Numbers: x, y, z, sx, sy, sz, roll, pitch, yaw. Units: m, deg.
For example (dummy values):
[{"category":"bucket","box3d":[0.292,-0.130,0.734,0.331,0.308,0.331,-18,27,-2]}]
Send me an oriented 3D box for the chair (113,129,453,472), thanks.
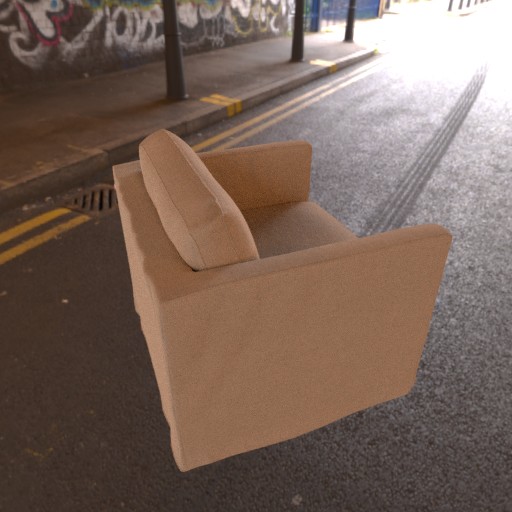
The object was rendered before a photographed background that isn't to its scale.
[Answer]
[{"category":"chair","box3d":[0.000,0.000,1.761,0.949,0.867,1.057,-12,34,-18]}]
